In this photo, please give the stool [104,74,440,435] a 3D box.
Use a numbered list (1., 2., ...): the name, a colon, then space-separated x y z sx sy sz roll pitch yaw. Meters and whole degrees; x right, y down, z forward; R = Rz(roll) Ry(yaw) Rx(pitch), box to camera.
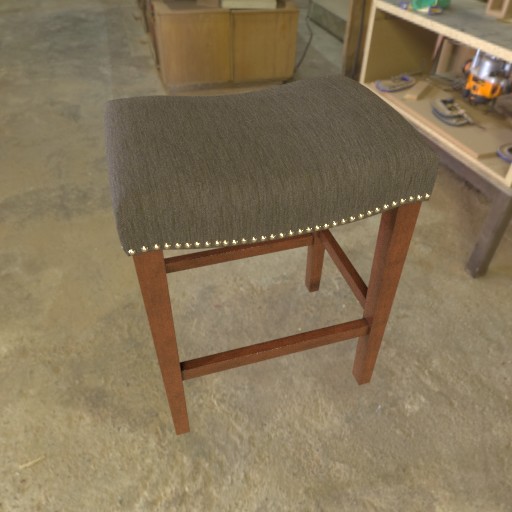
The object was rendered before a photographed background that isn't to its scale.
1. stool: 0.000 0.000 0.957 0.504 0.654 0.372 -11 43 -12
